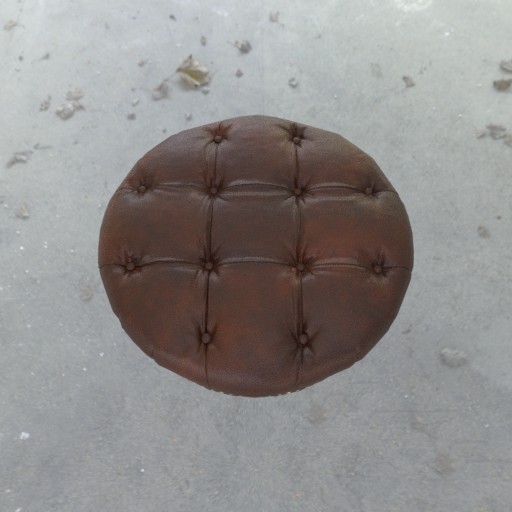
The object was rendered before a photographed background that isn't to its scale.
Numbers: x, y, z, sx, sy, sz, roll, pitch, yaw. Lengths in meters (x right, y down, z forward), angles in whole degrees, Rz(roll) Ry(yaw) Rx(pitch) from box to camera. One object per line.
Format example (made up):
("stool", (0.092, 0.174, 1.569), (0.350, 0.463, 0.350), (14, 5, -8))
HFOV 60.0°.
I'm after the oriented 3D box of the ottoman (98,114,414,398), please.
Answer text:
("ottoman", (0.000, 0.000, 1.400), (0.901, 0.455, 0.901), (0, 64, 0))
